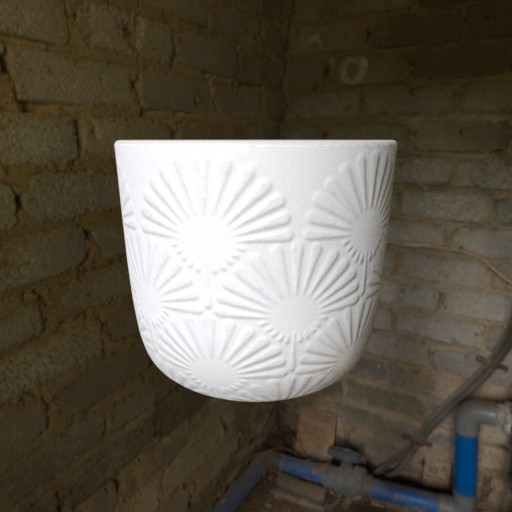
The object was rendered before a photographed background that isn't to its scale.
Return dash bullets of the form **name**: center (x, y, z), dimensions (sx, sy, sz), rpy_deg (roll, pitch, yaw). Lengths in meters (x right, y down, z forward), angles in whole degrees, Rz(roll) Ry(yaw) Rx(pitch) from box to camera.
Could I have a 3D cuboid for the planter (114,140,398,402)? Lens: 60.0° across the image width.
- **planter**: center (0.000, 0.000, 0.216), dimensions (0.124, 0.109, 0.124), rpy_deg (0, 15, 0)
